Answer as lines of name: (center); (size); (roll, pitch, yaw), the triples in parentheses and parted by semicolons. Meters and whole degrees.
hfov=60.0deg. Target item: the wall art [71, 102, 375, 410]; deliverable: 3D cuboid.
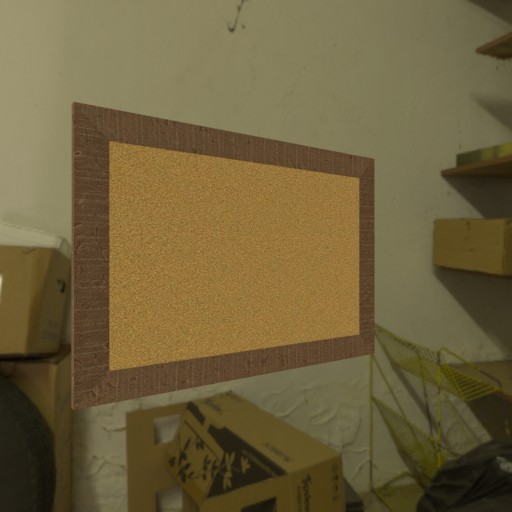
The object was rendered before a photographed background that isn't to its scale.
wall art: (0.000, 0.000, 1.170); (0.917, 0.626, 0.019); (0, 0, -35)
